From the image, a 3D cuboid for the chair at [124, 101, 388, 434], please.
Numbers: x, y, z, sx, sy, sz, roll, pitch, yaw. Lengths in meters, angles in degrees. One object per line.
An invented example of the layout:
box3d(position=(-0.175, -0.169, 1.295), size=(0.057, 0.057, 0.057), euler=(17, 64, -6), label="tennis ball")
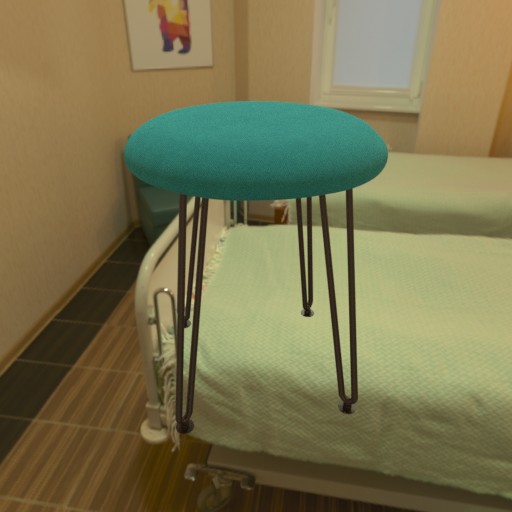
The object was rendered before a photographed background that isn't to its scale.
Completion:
box3d(position=(0.000, 0.000, 0.690), size=(0.350, 0.430, 0.350), euler=(-10, 30, -18), label="chair")
